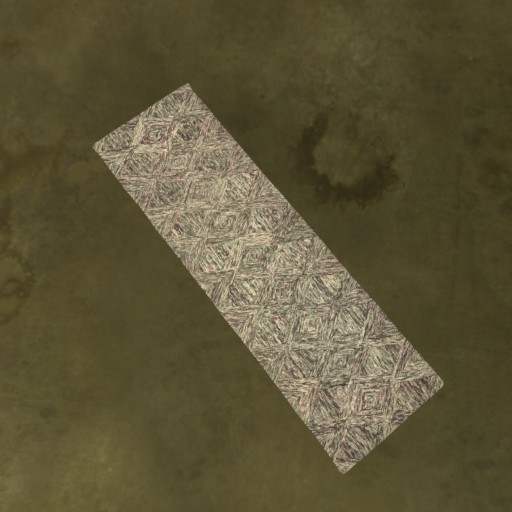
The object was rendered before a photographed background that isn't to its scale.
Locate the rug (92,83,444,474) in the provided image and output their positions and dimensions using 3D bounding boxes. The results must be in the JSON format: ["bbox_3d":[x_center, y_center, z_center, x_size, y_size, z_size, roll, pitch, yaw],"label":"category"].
[{"bbox_3d":[0.000,0.000,2.486,0.719,0.013,2.305,-37,78,-9],"label":"rug"}]
